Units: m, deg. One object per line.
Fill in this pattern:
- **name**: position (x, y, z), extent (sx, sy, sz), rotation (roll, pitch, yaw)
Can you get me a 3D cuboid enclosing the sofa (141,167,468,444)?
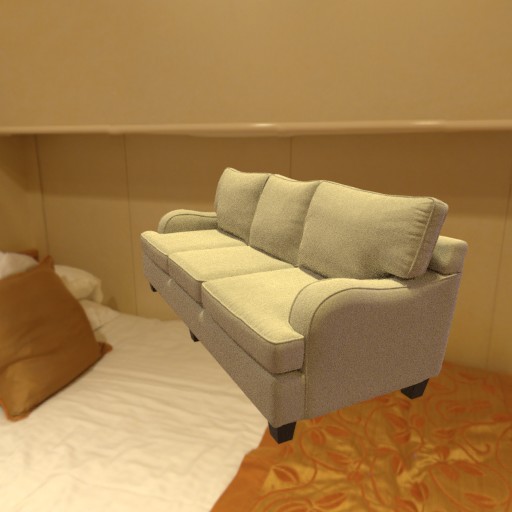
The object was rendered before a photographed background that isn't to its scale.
- **sofa**: position (0.000, 0.000, 2.834), extent (1.016, 0.991, 2.323), rotation (-7, 16, -25)
